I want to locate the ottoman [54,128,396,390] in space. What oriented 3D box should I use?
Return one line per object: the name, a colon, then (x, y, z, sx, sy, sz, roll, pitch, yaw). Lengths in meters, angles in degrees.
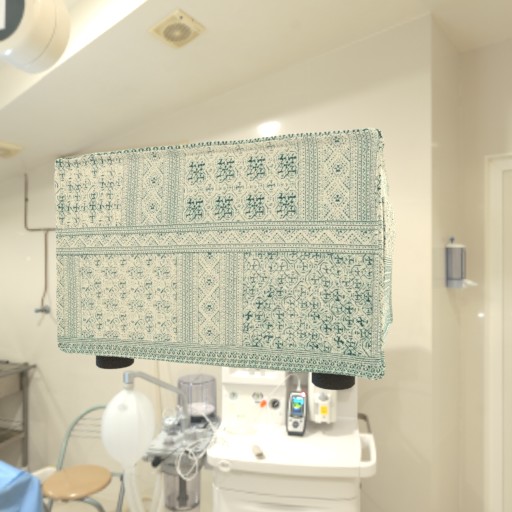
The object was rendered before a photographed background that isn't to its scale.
ottoman: (0.000, 0.000, 1.041, 0.626, 0.439, 0.617, 0, 0, 18)
